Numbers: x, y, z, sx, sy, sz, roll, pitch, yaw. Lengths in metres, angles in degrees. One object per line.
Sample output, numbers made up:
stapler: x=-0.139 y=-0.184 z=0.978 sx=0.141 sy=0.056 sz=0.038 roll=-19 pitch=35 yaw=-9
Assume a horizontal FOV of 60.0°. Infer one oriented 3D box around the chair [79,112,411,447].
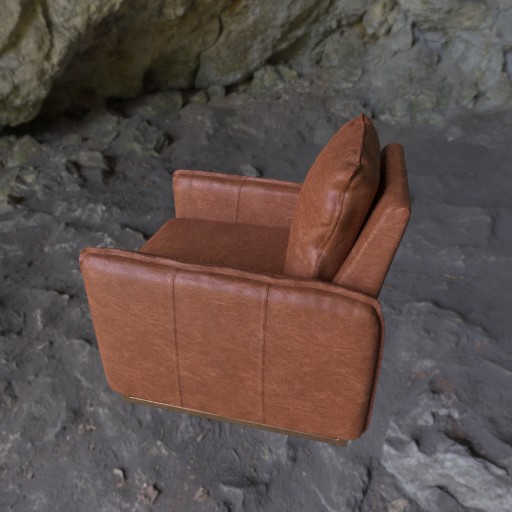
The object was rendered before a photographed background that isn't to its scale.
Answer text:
chair: x=0.000 y=0.000 z=1.578 sx=0.922 sy=0.922 sz=0.830 roll=7 pitch=31 yaw=12
